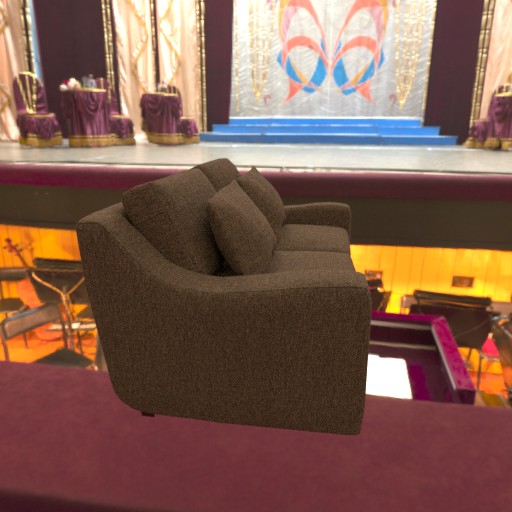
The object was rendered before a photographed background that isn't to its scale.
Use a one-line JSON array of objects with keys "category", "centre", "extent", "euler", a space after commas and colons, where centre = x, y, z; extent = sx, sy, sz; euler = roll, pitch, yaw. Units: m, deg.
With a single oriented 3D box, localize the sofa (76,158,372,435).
[{"category": "sofa", "centre": [0.000, 0.000, 2.474], "extent": [1.120, 0.991, 1.778], "euler": [3, 17, 9]}]
